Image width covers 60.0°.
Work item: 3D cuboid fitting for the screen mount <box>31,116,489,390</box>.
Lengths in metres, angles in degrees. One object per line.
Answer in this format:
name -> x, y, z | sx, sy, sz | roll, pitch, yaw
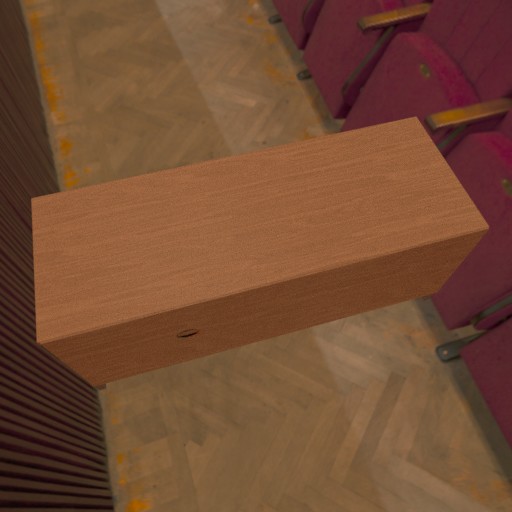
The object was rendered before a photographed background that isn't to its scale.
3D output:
screen mount -> 0.000, 0.000, 1.300 | 1.084, 0.432, 0.406 | -14, 61, -8
